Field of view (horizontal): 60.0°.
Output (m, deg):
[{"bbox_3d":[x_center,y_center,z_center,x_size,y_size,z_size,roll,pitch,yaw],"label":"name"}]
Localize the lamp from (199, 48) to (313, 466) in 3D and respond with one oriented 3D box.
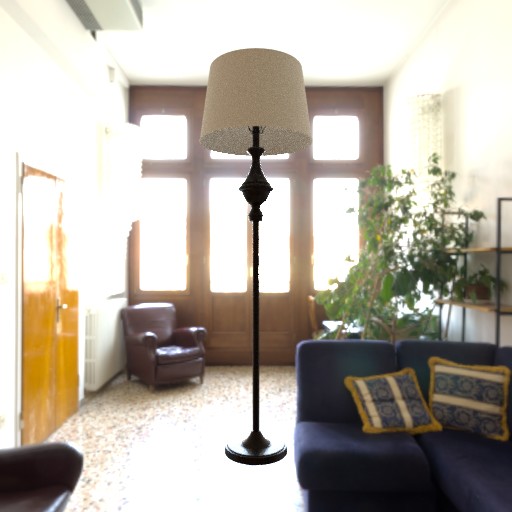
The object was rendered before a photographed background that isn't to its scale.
[{"bbox_3d":[0.000,0.000,1.694,0.431,1.484,0.431,0,-1,0],"label":"lamp"}]
